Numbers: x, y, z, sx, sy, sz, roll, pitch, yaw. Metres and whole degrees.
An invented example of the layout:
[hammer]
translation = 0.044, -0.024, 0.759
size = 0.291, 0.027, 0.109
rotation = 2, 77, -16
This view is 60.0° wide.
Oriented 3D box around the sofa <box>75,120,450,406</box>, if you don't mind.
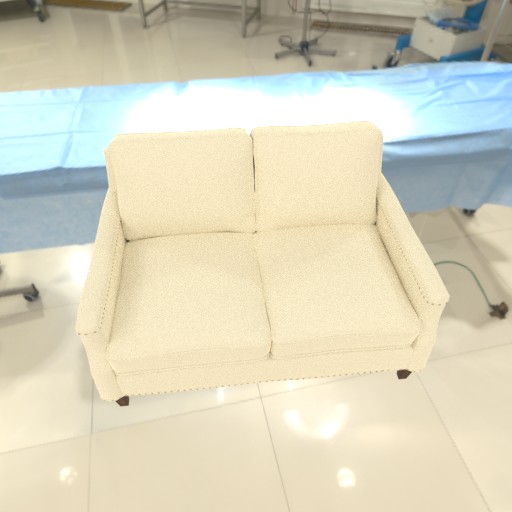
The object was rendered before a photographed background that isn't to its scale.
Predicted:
[sofa]
translation = 0.000, 0.000, 2.260
size = 1.597, 1.003, 1.084
rotation = -4, 46, -4
